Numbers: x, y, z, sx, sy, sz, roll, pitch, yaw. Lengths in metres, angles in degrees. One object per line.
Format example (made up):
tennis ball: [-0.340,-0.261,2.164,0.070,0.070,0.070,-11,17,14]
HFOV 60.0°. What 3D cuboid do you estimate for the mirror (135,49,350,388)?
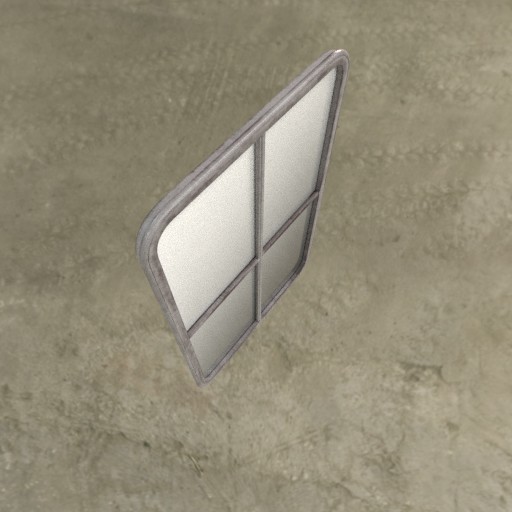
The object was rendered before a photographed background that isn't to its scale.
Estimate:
mirror: [0.000,0.000,0.883,0.024,0.713,0.461,34,66,18]
